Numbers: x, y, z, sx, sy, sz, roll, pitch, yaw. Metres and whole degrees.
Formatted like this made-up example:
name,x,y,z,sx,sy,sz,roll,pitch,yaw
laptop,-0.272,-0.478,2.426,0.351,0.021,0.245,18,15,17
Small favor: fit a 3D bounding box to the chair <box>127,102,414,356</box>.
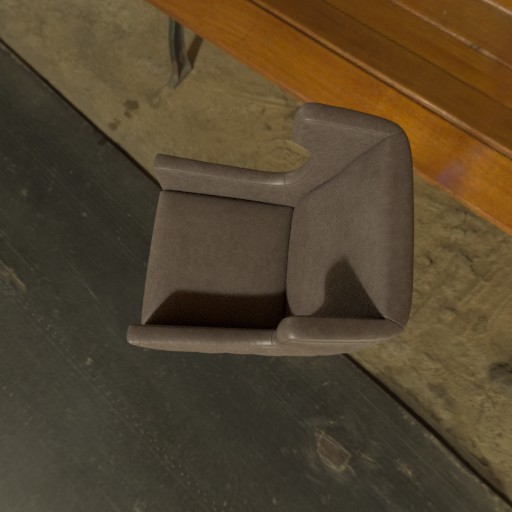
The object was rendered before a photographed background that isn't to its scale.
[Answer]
name,x,y,z,sx,sy,sz,roll,pitch,yaw
chair,0.000,0.000,1.717,0.899,1.079,0.769,5,76,1
